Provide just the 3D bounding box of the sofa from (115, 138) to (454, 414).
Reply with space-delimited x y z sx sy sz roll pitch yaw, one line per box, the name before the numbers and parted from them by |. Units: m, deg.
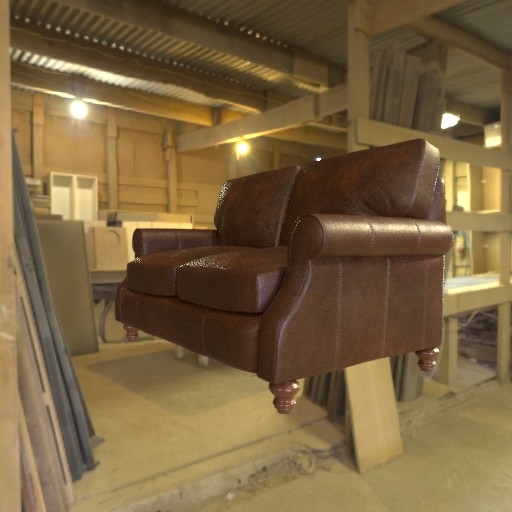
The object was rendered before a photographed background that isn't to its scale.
sofa | 0.000 0.000 2.195 0.990 0.976 1.616 -1 2 -36
